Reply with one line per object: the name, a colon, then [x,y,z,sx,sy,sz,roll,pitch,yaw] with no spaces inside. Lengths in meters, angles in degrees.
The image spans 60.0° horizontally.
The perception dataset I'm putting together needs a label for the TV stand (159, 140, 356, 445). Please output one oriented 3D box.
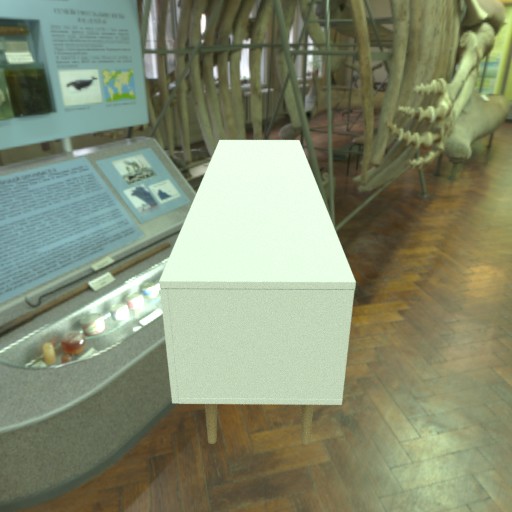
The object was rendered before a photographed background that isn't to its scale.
TV stand: [0.000,0.000,1.610,0.401,0.560,1.398,0,26,1]
